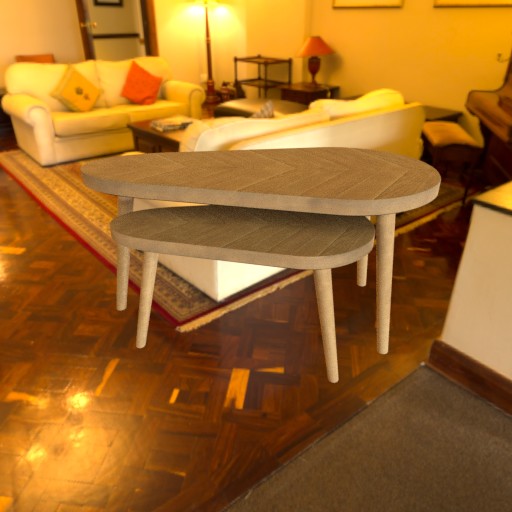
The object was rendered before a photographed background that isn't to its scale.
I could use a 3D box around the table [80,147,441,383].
[{"bbox_3d":[0.000,0.000,1.566,1.190,0.595,0.701,1,29,2],"label":"table"}]
